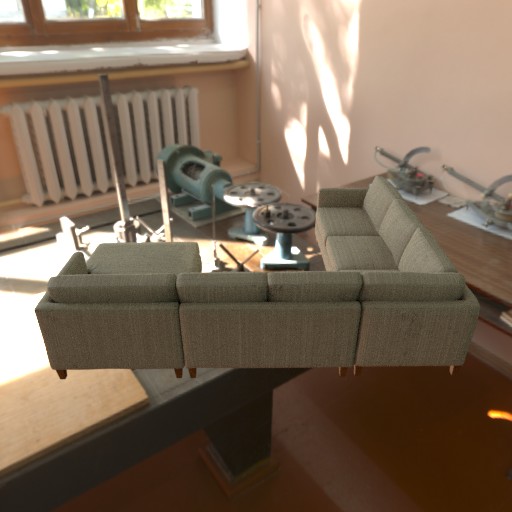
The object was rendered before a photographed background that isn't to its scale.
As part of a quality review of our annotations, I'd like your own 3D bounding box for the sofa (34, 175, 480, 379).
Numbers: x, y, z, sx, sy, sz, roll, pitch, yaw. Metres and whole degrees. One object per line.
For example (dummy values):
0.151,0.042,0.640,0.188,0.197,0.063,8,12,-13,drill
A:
0.000,0.000,4.598,3.460,0.961,2.594,0,29,-1,sofa
